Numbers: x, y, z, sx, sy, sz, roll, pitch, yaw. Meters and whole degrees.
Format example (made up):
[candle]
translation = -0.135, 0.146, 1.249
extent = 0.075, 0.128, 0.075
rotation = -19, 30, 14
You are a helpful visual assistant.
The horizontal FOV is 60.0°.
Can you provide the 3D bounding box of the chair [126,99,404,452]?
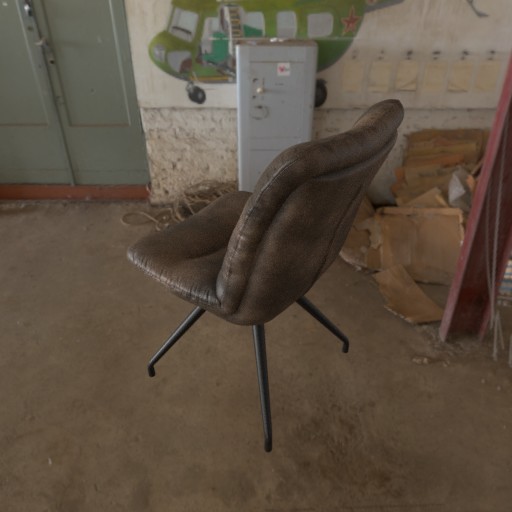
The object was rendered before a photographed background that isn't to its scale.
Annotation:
[chair]
translation = 0.000, 0.000, 1.280
extent = 0.622, 0.870, 0.549
rotation = 21, 37, 30
